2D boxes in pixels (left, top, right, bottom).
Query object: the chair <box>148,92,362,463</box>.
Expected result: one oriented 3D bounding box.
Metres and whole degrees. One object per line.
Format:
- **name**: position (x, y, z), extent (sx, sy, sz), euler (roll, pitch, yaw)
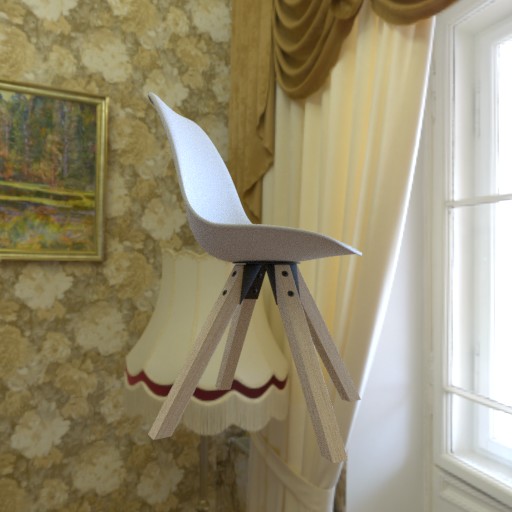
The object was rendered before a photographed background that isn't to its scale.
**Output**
- **chair**: position (0.000, 0.000, 1.182), extent (0.550, 0.850, 0.485), euler (0, -1, 17)
